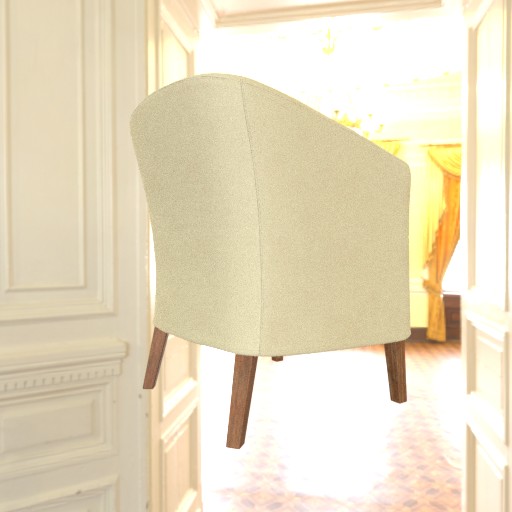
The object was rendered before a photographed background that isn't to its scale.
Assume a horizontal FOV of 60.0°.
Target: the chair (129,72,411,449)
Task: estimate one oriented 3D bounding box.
[{"bbox_3d":[0.000,0.000,1.304,0.657,0.822,0.643,-1,1,-35],"label":"chair"}]
